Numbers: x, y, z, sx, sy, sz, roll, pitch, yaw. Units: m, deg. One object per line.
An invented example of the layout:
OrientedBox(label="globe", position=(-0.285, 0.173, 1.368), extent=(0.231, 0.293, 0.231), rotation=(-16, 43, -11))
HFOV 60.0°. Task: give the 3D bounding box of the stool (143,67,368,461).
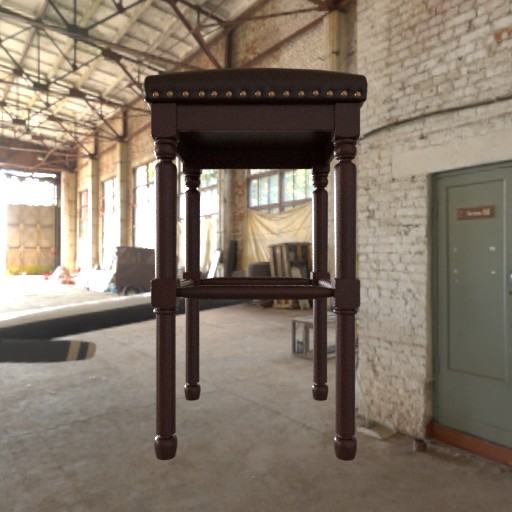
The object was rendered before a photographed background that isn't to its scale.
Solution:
OrientedBox(label="stool", position=(0.000, 0.000, 0.934), extent=(0.383, 0.702, 0.382), rotation=(0, 0, 0))
